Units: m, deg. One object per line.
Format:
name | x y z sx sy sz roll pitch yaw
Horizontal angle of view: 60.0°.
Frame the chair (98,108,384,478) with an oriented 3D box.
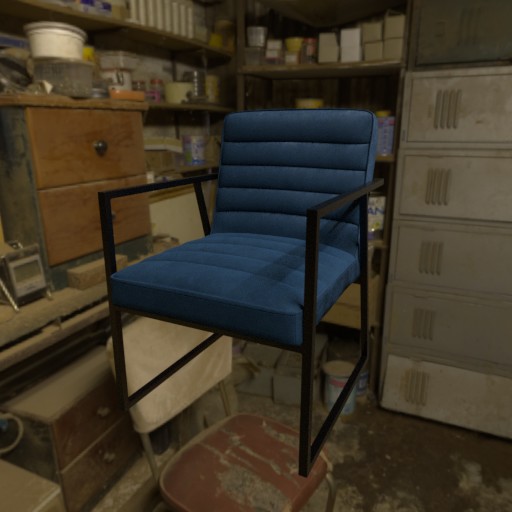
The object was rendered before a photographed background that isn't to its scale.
chair | 0.000 0.000 1.288 0.571 0.833 0.677 8 18 26
